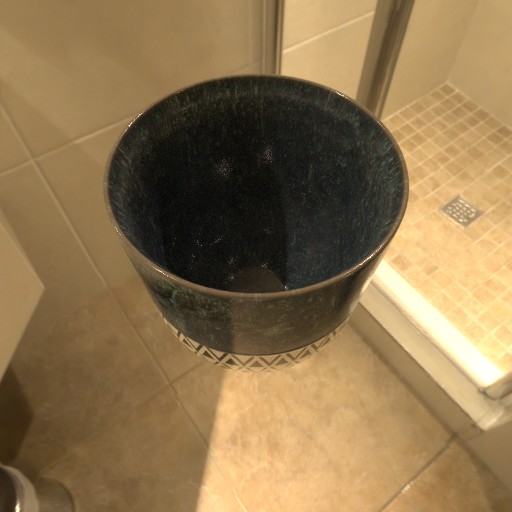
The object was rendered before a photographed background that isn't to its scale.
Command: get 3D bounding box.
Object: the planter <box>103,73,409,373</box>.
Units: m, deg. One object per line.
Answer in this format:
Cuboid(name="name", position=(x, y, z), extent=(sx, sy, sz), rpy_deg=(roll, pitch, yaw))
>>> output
Cuboid(name="planter", position=(0.000, 0.000, 0.375), extent=(0.195, 0.214, 0.195), rpy_deg=(0, 57, 0))
